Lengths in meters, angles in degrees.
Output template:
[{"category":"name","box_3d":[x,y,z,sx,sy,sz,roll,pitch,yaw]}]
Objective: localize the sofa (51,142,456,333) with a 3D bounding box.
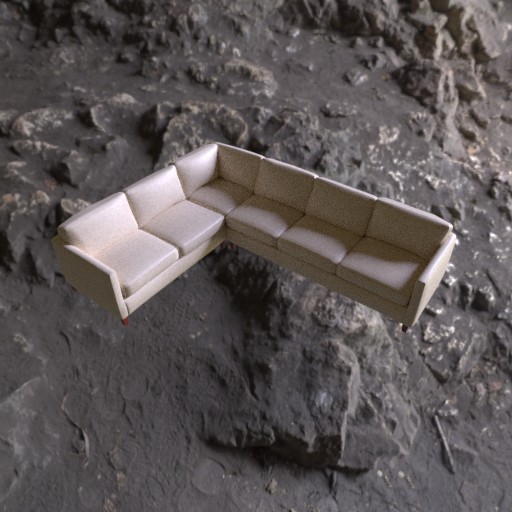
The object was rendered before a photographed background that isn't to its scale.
[{"category":"sofa","box_3d":[0.000,0.000,4.634,3.302,0.947,2.593,26,46,27]}]
